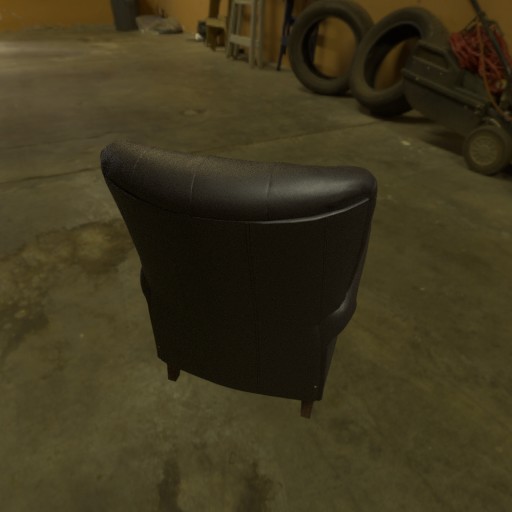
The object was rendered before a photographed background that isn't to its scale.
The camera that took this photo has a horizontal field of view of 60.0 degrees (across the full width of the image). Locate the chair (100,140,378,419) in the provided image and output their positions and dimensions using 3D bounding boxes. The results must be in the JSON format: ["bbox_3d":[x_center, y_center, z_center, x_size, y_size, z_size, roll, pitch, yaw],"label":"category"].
[{"bbox_3d":[0.000,0.000,1.926,0.948,1.158,1.058,10,34,16],"label":"chair"}]
